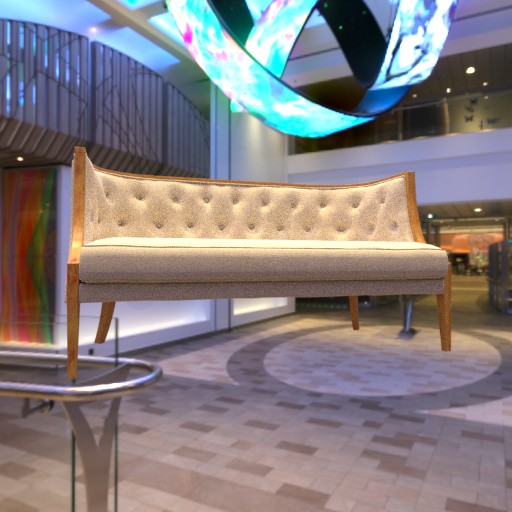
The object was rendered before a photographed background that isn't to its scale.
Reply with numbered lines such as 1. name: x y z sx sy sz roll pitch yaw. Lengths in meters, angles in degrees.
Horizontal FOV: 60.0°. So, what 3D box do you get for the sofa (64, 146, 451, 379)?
1. sofa: 0.000 0.000 1.918 1.474 0.775 0.770 0 -1 -17
